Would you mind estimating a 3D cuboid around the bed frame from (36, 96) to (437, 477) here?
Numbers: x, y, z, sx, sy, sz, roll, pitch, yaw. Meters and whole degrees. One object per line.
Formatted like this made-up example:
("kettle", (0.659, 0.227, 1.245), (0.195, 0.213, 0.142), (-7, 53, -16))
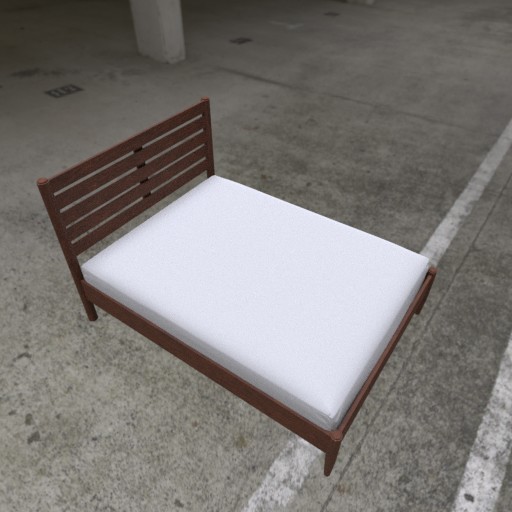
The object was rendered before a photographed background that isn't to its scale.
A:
("bed frame", (0.000, 0.000, 3.230), (2.234, 1.321, 1.655), (25, 47, 25))
